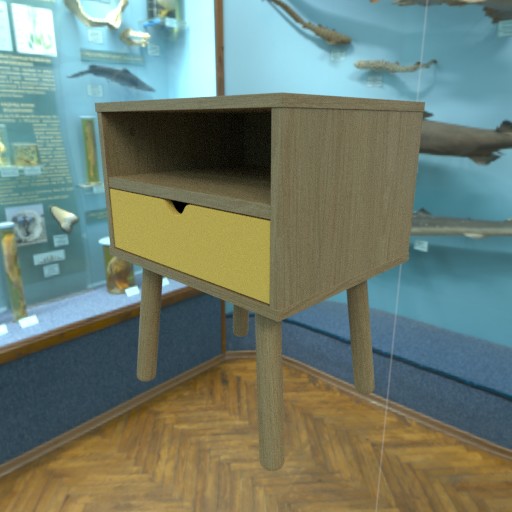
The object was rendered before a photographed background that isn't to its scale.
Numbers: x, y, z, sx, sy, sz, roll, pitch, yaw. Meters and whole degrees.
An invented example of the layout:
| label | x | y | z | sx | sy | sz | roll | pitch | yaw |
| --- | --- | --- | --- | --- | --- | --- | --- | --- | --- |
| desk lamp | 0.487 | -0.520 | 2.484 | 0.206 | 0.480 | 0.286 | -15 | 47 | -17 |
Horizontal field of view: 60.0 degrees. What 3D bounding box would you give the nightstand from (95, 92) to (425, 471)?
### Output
| label | x | y | z | sx | sy | sz | roll | pitch | yaw |
| --- | --- | --- | --- | --- | --- | --- | --- | --- | --- |
| nightstand | 0.000 | 0.000 | 0.872 | 0.450 | 0.571 | 0.380 | 16 | 23 | 42 |
